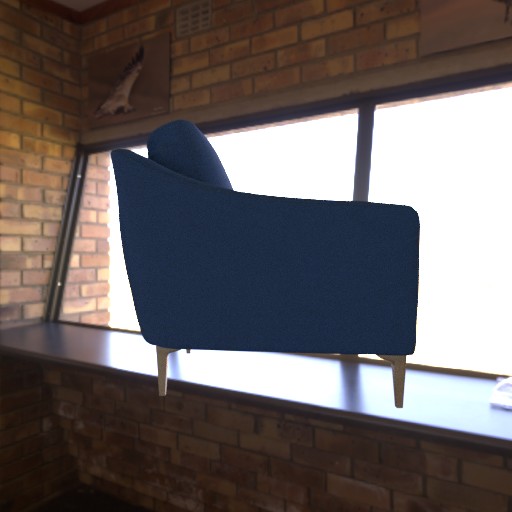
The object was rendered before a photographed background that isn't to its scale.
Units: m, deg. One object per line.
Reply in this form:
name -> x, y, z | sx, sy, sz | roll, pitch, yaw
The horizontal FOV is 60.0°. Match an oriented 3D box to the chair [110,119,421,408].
chair -> 0.000, 0.000, 1.744 | 0.961, 0.899, 0.987 | 0, 0, -1
